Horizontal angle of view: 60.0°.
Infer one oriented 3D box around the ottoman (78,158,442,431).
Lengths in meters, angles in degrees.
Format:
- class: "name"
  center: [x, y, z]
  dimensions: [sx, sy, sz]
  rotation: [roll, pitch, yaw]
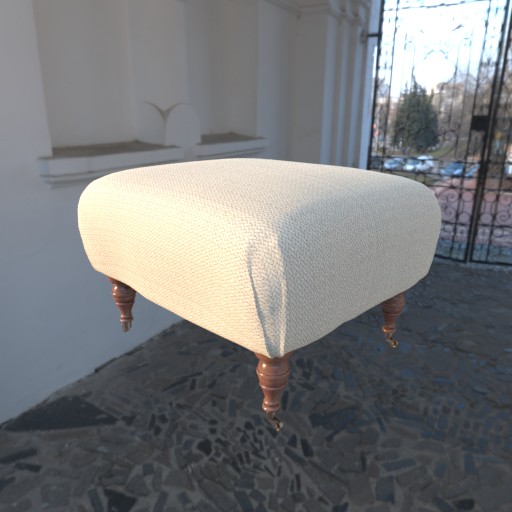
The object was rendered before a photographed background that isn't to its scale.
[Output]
- class: "ottoman"
  center: [0.000, 0.000, 1.093]
  dimensions: [0.684, 0.447, 0.622]
  rotation: [17, 24, 42]
